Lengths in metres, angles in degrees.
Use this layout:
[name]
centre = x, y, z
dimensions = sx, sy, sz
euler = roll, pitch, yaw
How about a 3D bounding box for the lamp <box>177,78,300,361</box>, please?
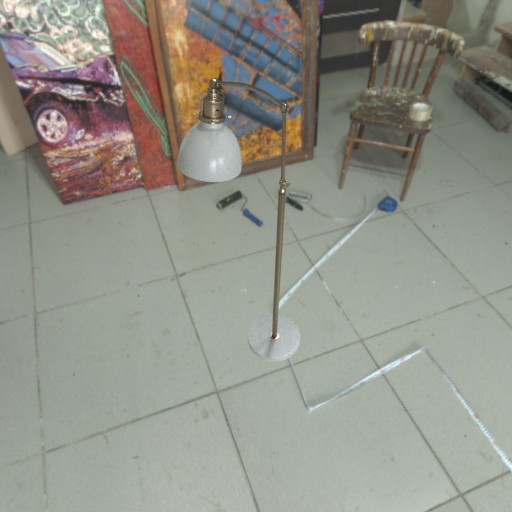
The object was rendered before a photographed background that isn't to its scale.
[lamp]
centre = 0.000, 0.000, 1.789
dimensions = 0.288, 1.586, 0.599
euler = 31, 54, 26
